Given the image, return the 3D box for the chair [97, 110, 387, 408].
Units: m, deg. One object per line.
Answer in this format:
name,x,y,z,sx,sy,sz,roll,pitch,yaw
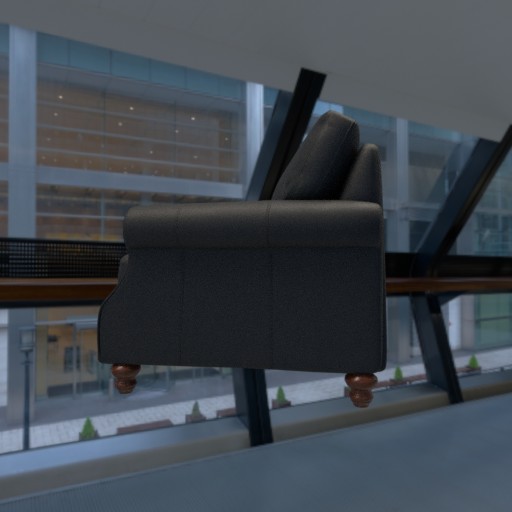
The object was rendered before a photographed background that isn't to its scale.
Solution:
chair,0.000,0.000,1.832,1.027,0.960,1.015,0,-1,16
